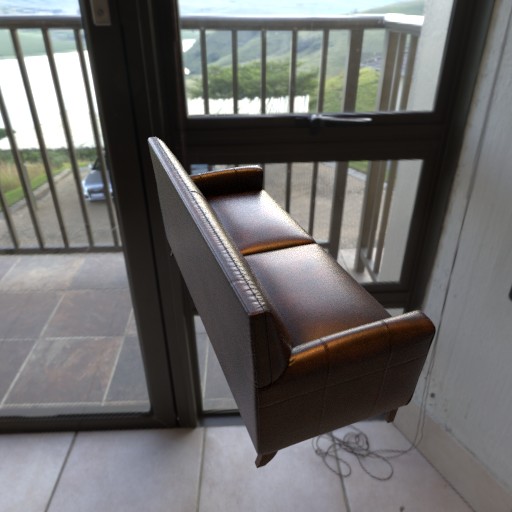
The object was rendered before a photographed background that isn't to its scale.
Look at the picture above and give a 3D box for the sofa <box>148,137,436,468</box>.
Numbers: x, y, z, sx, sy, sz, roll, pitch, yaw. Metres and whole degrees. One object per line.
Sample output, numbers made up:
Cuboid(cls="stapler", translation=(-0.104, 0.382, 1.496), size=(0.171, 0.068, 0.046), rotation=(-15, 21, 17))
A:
Cuboid(cls="sofa", translation=(0.000, 0.000, 2.450), size=(0.786, 0.871, 1.995), rotation=(-11, 32, -17))
